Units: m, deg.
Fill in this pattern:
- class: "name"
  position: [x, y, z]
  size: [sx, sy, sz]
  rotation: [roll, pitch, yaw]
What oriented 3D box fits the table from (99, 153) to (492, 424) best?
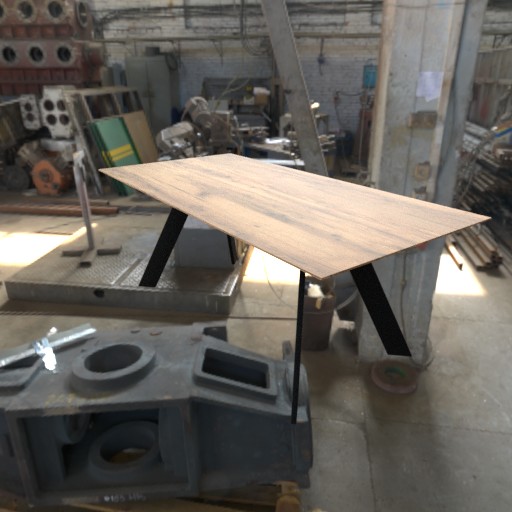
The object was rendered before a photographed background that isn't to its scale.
- class: "table"
  position: [0.000, 0.000, 2.489]
  size: [1.000, 0.770, 2.000]
  rotation: [-16, 27, -33]
